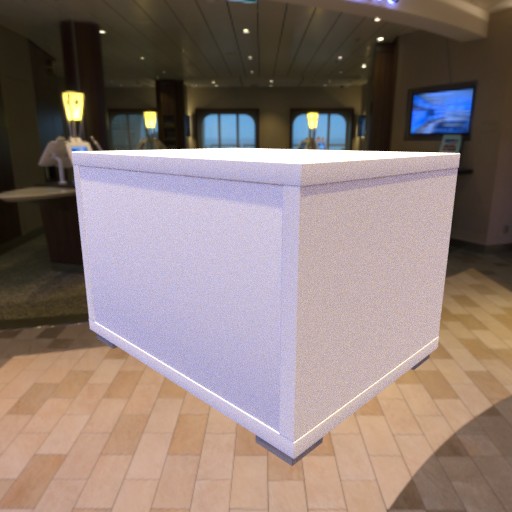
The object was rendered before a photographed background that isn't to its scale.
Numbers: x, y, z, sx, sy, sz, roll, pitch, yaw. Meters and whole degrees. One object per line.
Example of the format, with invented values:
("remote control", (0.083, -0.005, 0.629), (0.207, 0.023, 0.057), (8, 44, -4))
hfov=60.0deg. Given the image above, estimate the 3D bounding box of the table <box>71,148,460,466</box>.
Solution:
("table", (0.000, 0.000, 0.786), (0.517, 0.357, 0.399), (14, 21, 43))
